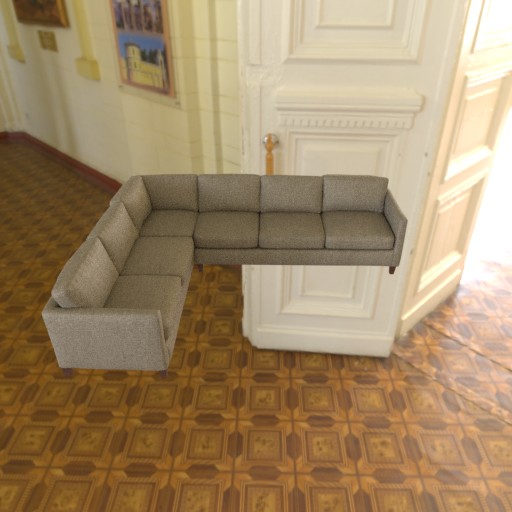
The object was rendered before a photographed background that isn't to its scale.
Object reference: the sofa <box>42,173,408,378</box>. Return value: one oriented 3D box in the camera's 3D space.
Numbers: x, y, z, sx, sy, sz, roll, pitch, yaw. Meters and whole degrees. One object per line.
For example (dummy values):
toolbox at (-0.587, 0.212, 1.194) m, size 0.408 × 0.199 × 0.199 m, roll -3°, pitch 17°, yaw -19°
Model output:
sofa at (0.000, 0.000, 4.583) m, size 3.302 × 0.947 × 2.593 m, roll 1°, pitch 32°, yaw 1°
